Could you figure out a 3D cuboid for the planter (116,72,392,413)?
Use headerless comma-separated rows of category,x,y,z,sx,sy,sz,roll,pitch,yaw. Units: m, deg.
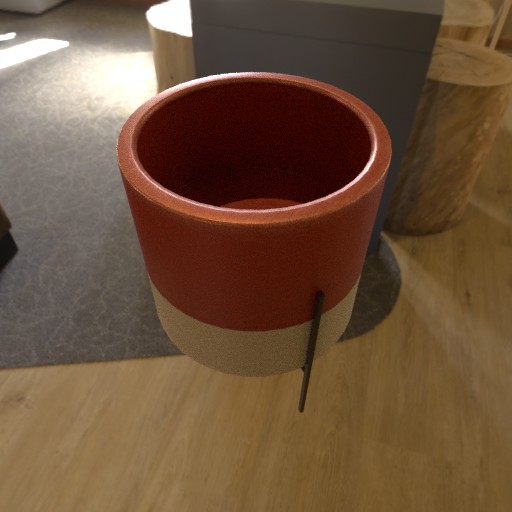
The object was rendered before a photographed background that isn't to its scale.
planter,0.000,0.000,0.730,0.345,0.465,0.354,25,52,21
